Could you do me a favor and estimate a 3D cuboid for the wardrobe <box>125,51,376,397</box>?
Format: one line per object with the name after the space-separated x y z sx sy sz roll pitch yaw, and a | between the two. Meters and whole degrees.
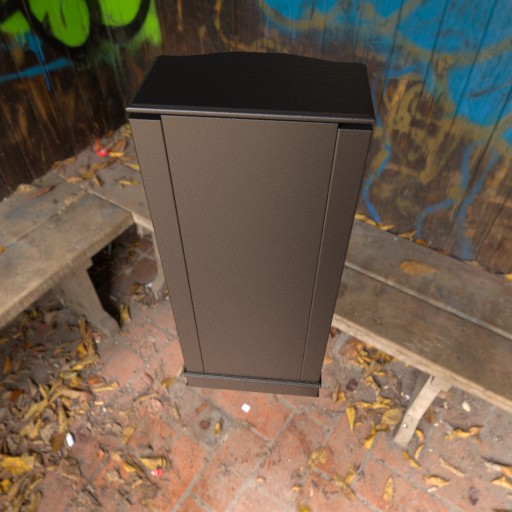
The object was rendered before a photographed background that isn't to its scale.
0.000 0.000 1.209 0.444 1.011 0.295 4 47 4 | wardrobe
